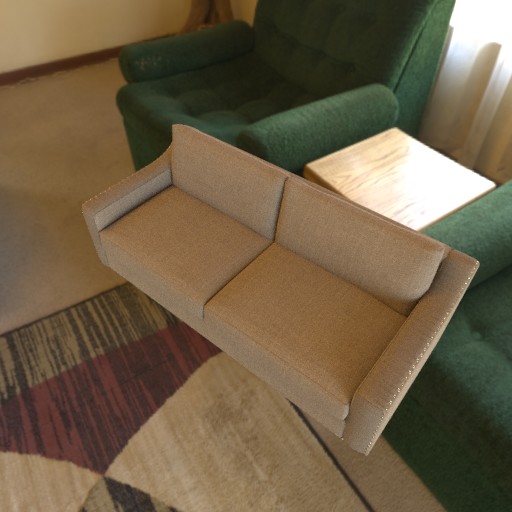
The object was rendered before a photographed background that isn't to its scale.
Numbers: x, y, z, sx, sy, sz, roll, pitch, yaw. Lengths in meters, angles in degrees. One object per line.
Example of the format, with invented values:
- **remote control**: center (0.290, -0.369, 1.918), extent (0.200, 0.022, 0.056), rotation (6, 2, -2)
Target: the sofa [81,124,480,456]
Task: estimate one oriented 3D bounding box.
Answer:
- **sofa**: center (0.000, 0.000, 2.717), extent (2.208, 0.857, 1.000), rotation (30, 53, 26)
